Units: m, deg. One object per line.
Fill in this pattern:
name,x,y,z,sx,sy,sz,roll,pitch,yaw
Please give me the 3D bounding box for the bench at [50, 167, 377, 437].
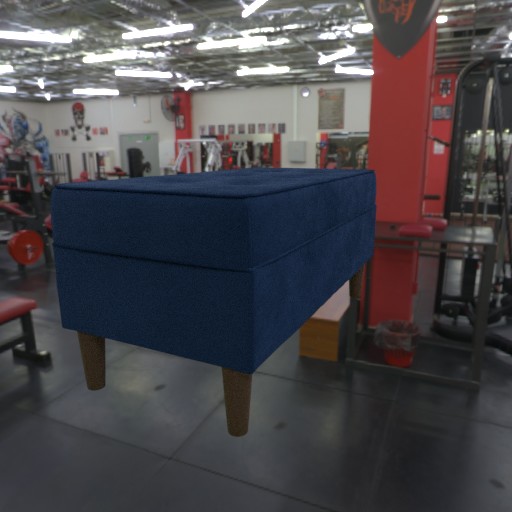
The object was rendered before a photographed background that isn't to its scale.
bench,0.000,0.000,1.294,0.489,0.467,1.010,7,15,26
